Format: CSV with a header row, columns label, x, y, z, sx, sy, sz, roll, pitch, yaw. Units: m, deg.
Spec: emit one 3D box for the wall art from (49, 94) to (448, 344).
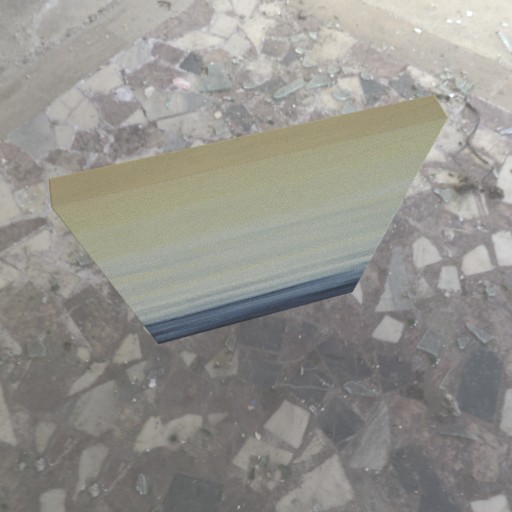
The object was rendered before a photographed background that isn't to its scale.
label,x,y,z,sx,sy,sz,roll,pitch,yaw
wall art,0.000,0.000,0.809,0.489,0.608,0.040,-14,65,-7
